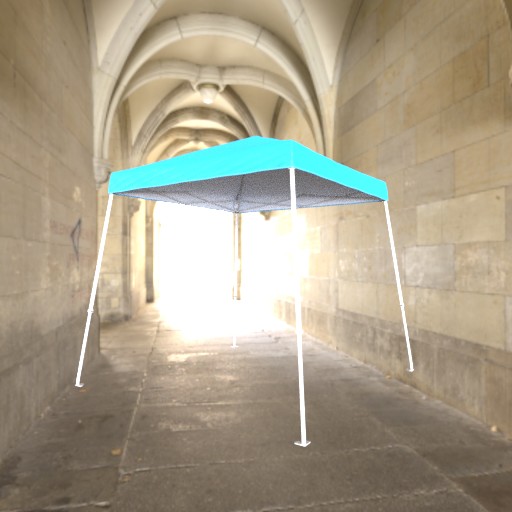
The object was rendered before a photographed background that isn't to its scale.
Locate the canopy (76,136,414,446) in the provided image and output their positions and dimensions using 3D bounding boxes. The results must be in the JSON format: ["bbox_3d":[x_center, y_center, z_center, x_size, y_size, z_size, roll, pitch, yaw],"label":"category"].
[{"bbox_3d":[0.000,0.000,5.237,2.849,2.849,2.848,-1,-1,35],"label":"canopy"}]
